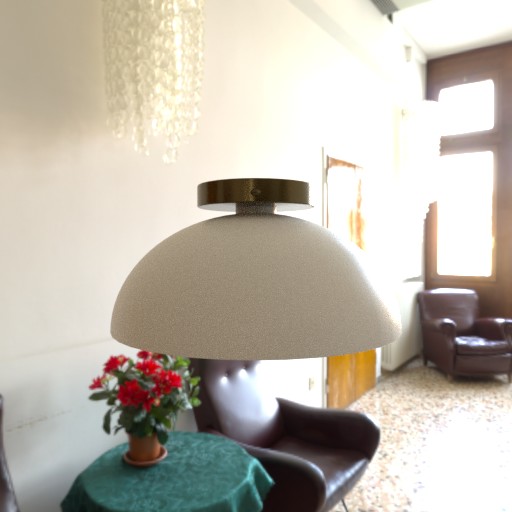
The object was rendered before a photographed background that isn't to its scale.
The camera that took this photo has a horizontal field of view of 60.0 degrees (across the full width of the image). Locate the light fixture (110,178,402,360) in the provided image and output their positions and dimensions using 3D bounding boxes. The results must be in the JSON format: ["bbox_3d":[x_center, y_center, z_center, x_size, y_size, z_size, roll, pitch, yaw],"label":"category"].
[{"bbox_3d":[0.000,0.000,0.566,0.355,0.177,0.355,0,1,0],"label":"light fixture"}]
